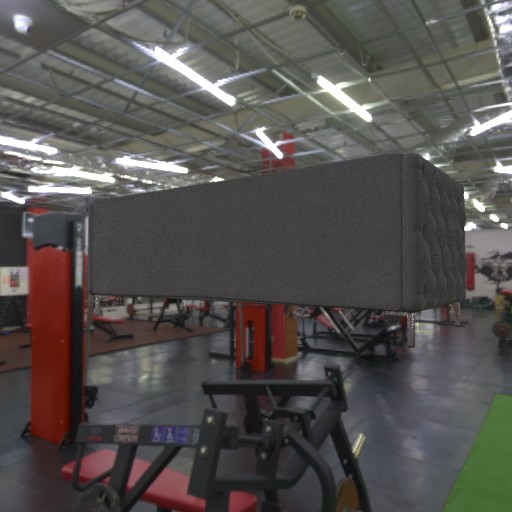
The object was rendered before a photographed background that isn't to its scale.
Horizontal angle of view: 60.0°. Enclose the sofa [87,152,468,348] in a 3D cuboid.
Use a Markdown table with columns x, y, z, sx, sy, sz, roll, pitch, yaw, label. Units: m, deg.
| x | y | z | sx | sy | sz | roll | pitch | yaw | label |
| --- | --- | --- | --- | --- | --- | --- | --- | --- | --- |
| 0.000 | 0.000 | 2.671 | 2.209 | 0.771 | 0.895 | -1 | -2 | 36 | sofa |
